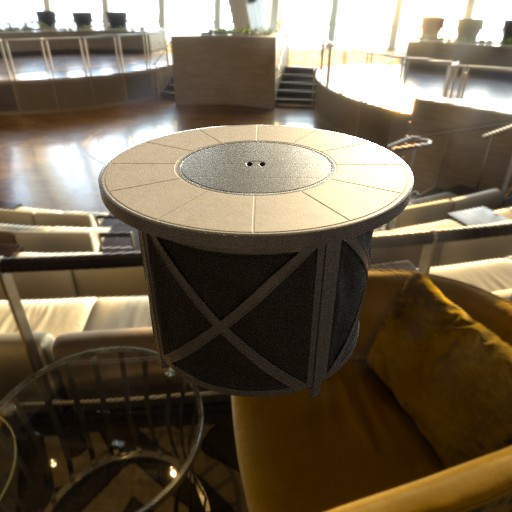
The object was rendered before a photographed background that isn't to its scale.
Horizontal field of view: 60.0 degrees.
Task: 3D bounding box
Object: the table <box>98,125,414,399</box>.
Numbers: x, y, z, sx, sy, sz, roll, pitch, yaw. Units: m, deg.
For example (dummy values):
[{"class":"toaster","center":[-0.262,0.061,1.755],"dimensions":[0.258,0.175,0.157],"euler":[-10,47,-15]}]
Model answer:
[{"class":"table","center":[0.000,0.000,1.510],"dimensions":[0.914,0.650,0.914],"euler":[0,31,0]}]
